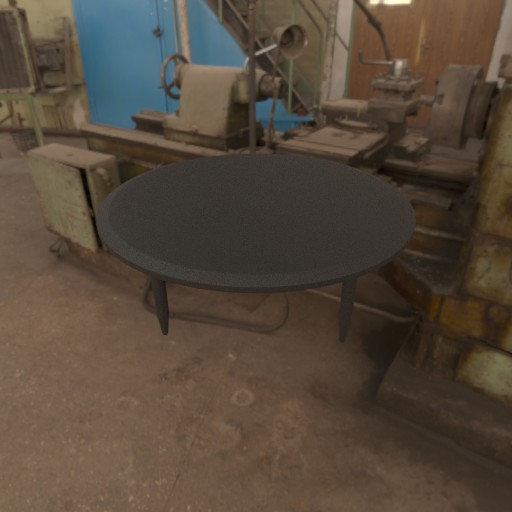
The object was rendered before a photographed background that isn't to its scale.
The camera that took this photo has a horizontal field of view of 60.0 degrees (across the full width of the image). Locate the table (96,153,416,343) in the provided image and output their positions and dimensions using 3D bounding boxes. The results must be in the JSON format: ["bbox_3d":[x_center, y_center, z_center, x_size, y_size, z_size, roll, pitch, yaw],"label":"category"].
[{"bbox_3d":[0.000,0.000,1.402,0.900,0.400,0.900,0,30,0],"label":"table"}]
